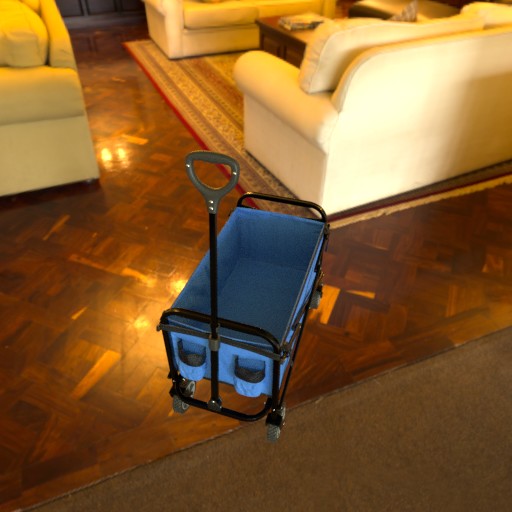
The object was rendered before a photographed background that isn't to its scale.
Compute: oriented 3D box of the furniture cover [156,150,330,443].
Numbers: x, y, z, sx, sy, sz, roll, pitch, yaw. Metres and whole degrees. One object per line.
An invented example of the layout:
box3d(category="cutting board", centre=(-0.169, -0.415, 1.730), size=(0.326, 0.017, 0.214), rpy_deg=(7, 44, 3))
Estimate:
box3d(category="furniture cover", centre=(0.000, 0.000, 1.843), size=(0.532, 1.295, 1.038), rpy_deg=(12, 41, 14))
